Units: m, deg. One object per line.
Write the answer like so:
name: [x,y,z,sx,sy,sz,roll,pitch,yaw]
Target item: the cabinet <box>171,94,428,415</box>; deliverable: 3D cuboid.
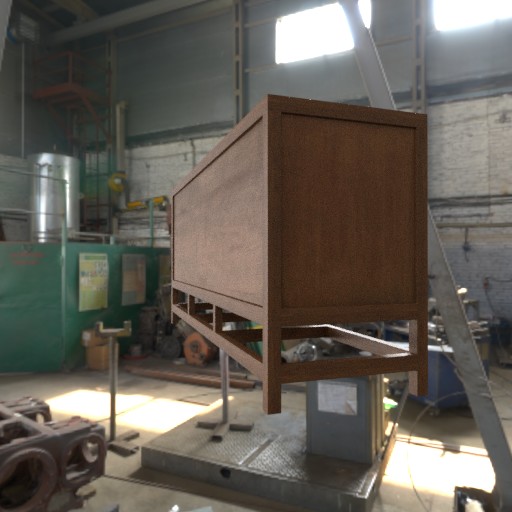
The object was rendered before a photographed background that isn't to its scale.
cabinet: [0.000,0.000,2.023,0.522,0.820,1.708,0,0,-19]
